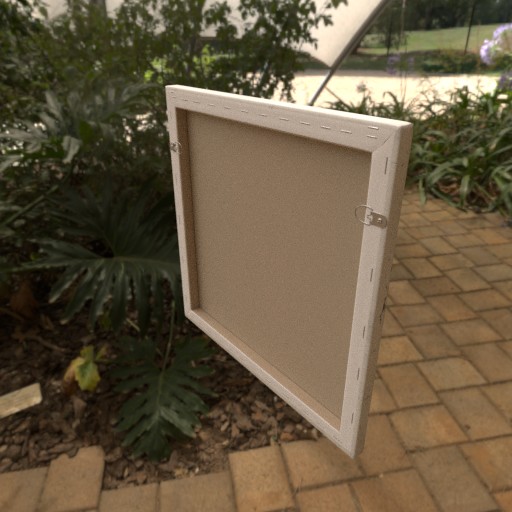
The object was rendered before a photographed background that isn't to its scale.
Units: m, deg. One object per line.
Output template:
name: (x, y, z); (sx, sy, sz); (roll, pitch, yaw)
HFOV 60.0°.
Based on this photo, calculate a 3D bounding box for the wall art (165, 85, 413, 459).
wall art: (0.000, 0.000, 1.134); (0.038, 0.762, 0.762); (-20, 33, -34)
